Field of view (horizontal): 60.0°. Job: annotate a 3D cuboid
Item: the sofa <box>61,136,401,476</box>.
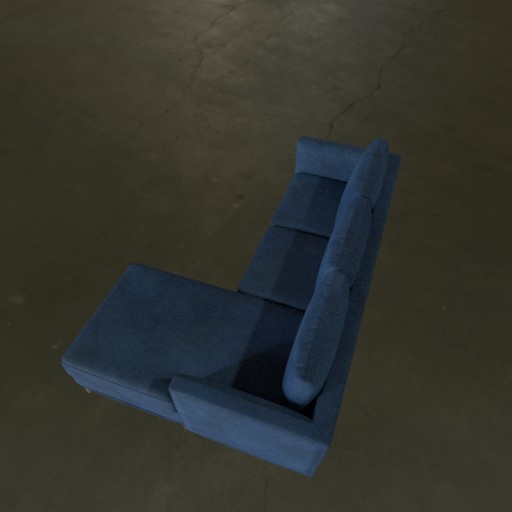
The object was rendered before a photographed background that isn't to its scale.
[{"bbox_3d":[0.000,0.000,3.182,1.622,0.987,2.438,15,50,13],"label":"sofa"}]
